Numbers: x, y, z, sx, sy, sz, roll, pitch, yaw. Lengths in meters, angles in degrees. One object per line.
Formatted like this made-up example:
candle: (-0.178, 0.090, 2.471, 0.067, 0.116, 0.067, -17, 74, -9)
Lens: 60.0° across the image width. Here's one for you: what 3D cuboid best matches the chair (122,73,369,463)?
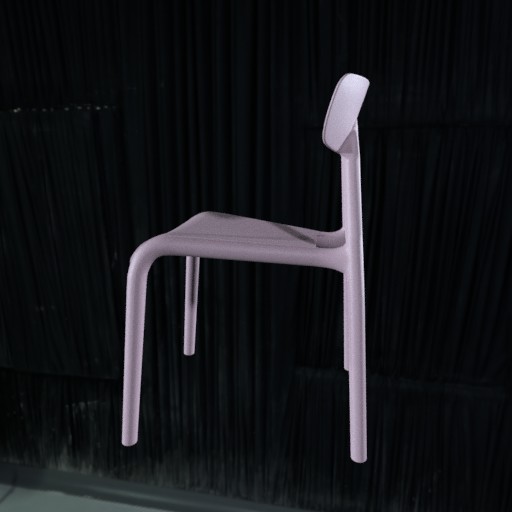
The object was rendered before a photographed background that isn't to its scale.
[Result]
chair: (0.000, 0.000, 0.806, 0.401, 0.580, 0.356, 2, 14, 9)
